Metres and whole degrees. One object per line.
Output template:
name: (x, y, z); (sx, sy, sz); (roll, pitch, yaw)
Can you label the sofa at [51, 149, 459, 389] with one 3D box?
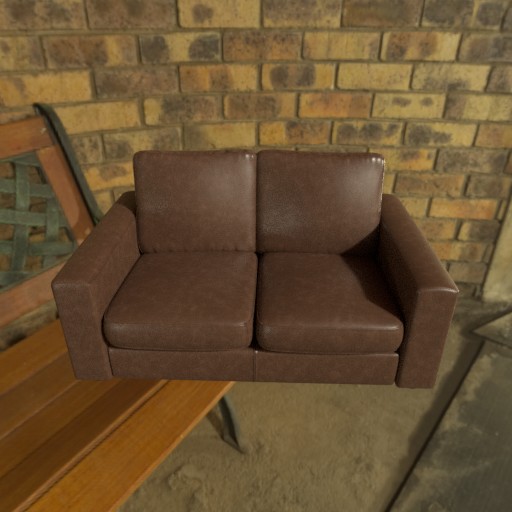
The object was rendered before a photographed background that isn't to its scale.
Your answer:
sofa: (0.000, 0.000, 2.192); (1.616, 0.873, 1.016); (1, 29, 2)
